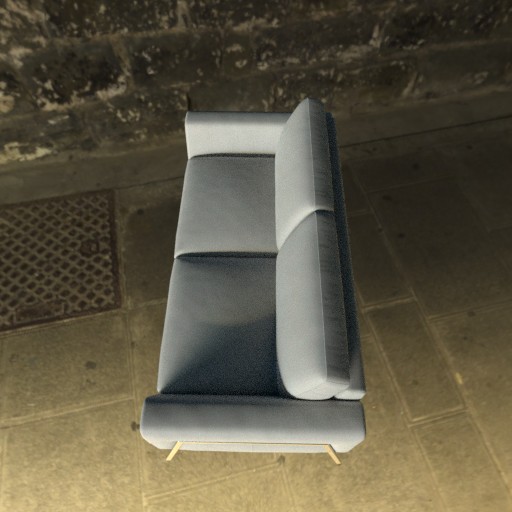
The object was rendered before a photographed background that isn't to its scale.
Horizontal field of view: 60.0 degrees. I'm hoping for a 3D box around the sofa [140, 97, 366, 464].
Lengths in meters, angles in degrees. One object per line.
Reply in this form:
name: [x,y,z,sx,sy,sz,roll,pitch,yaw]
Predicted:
sofa: [0.000,0.000,2.504,0.953,0.875,2.017,1,58,1]
